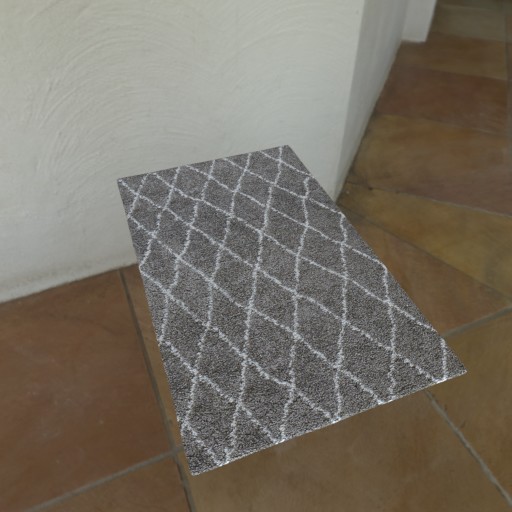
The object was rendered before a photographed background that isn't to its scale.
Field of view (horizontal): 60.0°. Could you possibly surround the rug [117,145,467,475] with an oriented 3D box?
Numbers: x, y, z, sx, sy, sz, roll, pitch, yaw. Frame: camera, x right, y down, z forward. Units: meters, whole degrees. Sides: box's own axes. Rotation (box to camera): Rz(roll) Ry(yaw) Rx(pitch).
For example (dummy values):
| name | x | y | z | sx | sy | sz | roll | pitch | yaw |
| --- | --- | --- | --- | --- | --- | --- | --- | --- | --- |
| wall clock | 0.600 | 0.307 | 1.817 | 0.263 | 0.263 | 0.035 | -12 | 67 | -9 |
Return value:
| name | x | y | z | sx | sy | sz | roll | pitch | yaw |
| --- | --- | --- | --- | --- | --- | --- | --- | --- | --- |
| rug | 0.000 | 0.000 | 2.994 | 1.524 | 0.030 | 2.438 | -15 | 47 | -14 |
